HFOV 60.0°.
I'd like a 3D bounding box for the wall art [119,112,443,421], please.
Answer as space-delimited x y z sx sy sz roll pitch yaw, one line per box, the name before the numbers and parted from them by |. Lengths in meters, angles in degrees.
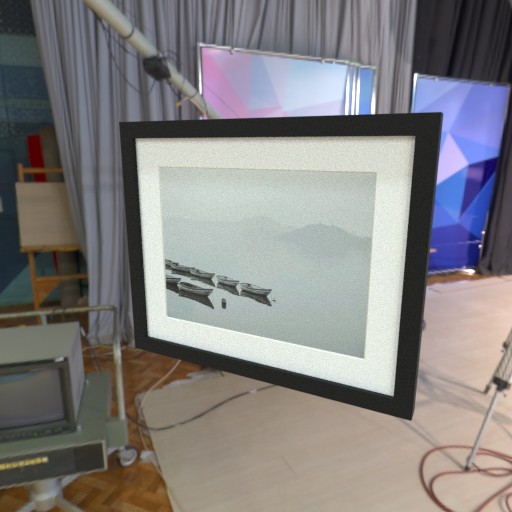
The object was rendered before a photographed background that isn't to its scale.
wall art | 0.000 0.000 0.764 0.554 0.454 0.030 7 16 26
